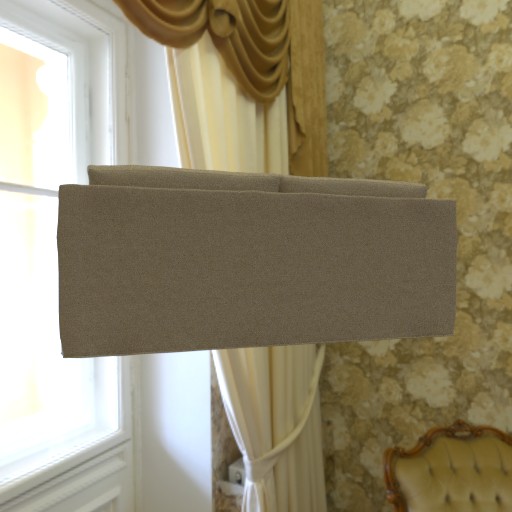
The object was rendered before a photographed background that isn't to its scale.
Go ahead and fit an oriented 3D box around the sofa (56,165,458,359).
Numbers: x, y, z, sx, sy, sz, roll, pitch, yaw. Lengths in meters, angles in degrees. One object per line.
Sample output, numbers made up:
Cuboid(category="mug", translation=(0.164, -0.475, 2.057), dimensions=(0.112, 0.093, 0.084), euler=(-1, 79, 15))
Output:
Cuboid(category="sofa", translation=(0.000, 0.000, 2.521), dimensions=(1.987, 0.847, 0.956), euler=(0, 0, -16))
